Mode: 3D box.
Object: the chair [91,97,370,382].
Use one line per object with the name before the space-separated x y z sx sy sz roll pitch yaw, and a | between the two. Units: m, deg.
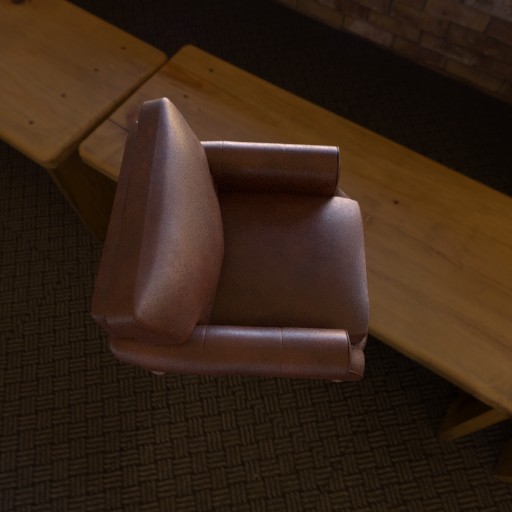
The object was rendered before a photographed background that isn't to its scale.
chair | 0.000 0.000 1.791 0.992 0.972 0.989 2 64 1
